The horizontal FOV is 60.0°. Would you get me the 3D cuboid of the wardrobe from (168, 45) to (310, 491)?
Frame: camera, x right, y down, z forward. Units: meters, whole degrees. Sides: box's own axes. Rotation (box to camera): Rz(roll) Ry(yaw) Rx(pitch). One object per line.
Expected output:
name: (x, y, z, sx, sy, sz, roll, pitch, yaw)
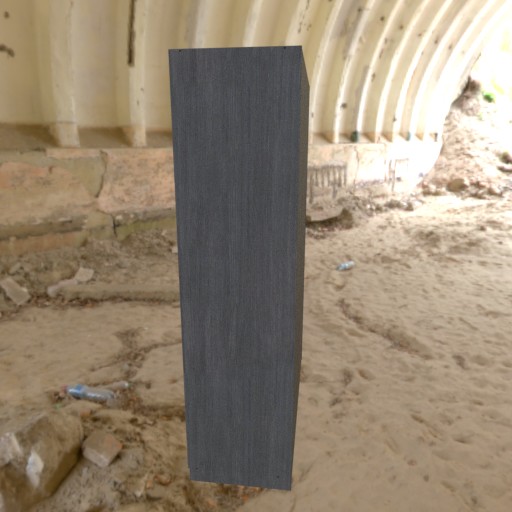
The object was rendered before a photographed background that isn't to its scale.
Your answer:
wardrobe: (0.000, 0.000, 2.474, 0.510, 1.910, 1.290, 2, 15, 8)
